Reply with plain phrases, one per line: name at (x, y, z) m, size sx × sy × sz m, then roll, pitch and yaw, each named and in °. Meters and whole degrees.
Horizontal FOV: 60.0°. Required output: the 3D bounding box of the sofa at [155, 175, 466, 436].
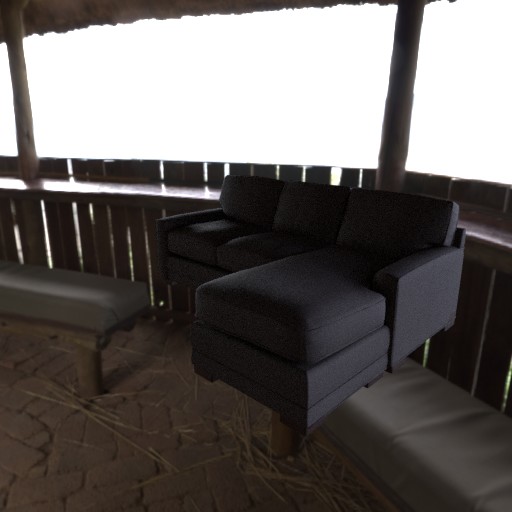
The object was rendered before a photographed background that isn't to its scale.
sofa at (0.000, 0.000, 3.311) m, size 2.370 × 0.973 × 1.790 m, roll 15°, pitch 22°, yaw 42°
